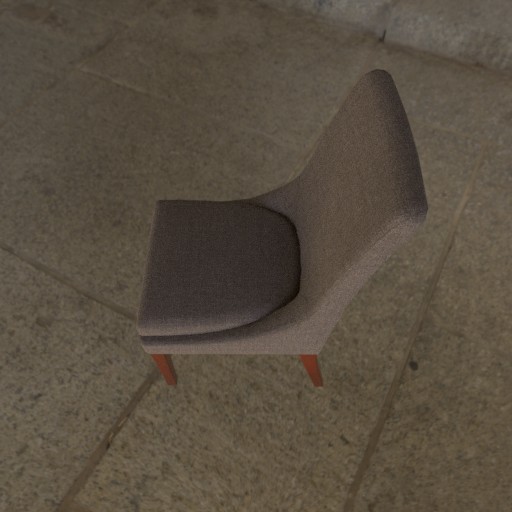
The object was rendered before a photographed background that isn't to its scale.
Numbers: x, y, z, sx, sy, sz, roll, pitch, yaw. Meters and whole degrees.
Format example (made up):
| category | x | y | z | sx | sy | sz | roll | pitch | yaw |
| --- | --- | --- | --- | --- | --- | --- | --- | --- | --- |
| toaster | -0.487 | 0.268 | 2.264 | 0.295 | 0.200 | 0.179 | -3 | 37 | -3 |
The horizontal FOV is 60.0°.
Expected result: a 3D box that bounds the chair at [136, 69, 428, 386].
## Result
| category | x | y | z | sx | sy | sz | roll | pitch | yaw |
| --- | --- | --- | --- | --- | --- | --- | --- | --- | --- |
| chair | 0.000 | 0.000 | 1.310 | 0.655 | 0.952 | 0.508 | 0 | 57 | 0 |
